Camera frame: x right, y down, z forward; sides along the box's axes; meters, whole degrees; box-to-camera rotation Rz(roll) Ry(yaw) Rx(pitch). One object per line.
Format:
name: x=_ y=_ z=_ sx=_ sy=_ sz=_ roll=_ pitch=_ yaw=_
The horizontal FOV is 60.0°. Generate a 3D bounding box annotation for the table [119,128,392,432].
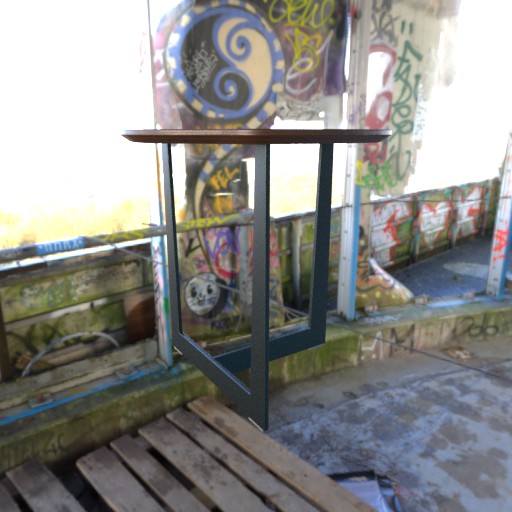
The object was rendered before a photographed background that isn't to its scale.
table: x=0.000 y=0.000 z=0.872 sx=0.494 sy=0.476 sz=0.477 roll=-14 pitch=21 yaw=-42
